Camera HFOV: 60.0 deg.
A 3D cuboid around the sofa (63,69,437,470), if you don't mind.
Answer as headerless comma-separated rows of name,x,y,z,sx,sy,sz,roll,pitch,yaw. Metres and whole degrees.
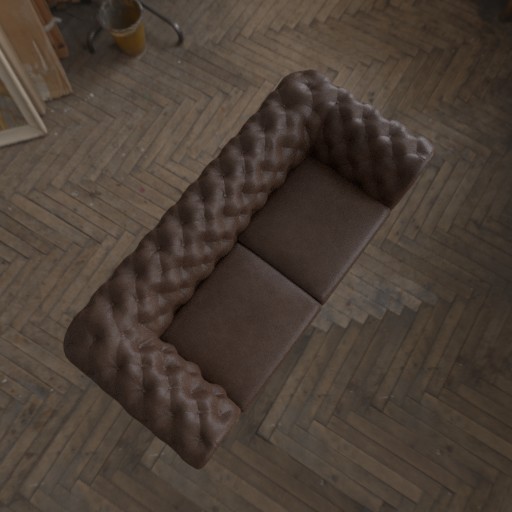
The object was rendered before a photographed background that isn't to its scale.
sofa,0.000,0.000,2.540,0.955,0.784,2.048,37,78,9
